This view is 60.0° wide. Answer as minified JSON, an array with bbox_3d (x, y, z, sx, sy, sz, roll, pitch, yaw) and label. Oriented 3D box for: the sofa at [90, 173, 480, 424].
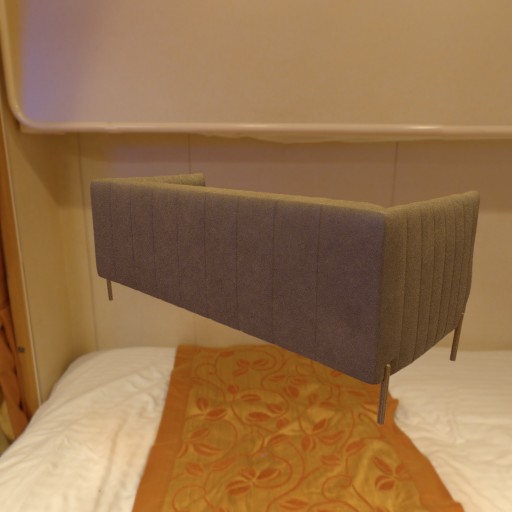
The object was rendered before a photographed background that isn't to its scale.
[{"bbox_3d":[0.000,0.000,2.370,1.980,0.779,0.876,13,19,42],"label":"sofa"}]
